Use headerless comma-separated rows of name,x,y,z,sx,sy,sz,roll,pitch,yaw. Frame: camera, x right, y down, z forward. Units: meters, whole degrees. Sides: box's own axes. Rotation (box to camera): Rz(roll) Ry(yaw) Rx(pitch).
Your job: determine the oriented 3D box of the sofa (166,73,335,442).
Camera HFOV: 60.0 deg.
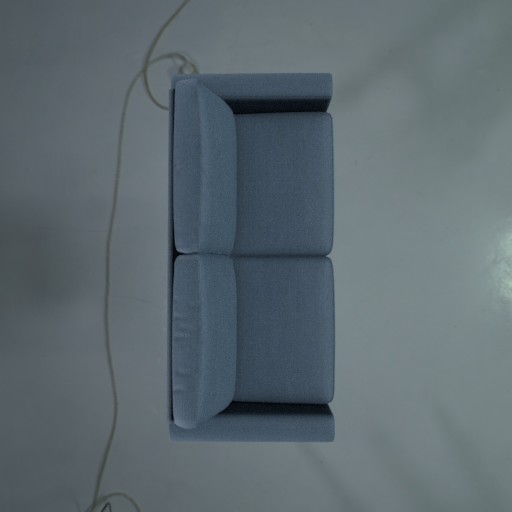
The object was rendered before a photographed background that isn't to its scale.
sofa,0.000,0.000,2.434,0.877,0.865,1.900,0,88,1
